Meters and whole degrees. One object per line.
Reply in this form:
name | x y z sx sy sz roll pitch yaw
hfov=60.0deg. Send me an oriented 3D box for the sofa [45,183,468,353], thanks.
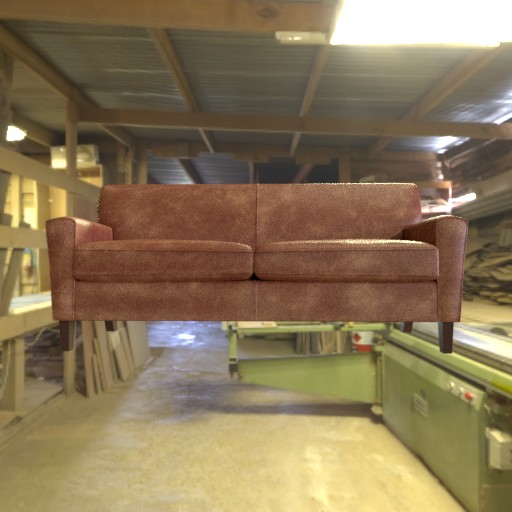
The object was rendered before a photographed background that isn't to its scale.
sofa | 0.000 0.000 2.498 2.053 0.947 0.805 0 -1 2
